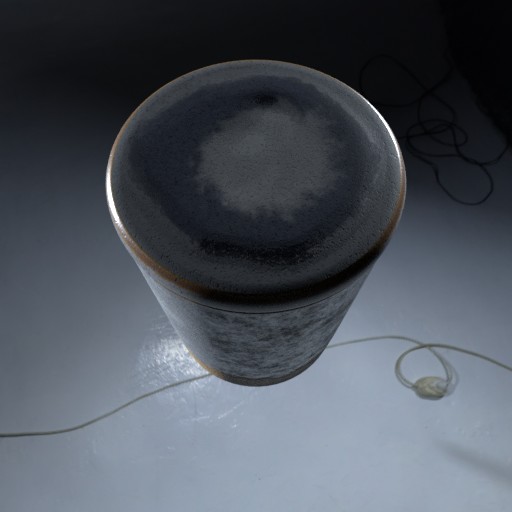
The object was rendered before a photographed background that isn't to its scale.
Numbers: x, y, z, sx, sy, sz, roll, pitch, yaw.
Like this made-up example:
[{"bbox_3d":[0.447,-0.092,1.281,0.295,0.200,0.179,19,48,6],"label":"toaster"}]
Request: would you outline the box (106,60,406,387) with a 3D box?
[{"bbox_3d":[0.000,0.000,0.247,0.118,0.168,0.118,0,64,0],"label":"box"}]
